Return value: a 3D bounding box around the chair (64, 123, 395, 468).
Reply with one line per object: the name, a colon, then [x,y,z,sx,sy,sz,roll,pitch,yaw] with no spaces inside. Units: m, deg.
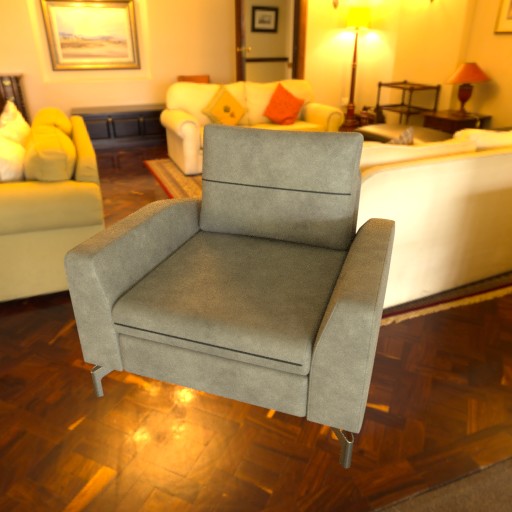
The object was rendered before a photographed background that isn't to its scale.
chair: [0.000,0.000,1.567,0.900,0.800,0.900,9,27,17]
